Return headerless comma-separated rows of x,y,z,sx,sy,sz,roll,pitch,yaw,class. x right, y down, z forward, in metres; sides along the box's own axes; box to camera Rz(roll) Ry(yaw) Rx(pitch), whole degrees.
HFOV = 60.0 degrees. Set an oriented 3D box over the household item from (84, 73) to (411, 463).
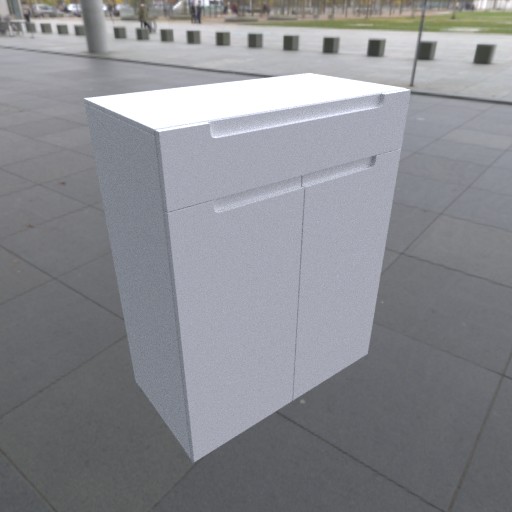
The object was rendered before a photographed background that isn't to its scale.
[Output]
0.000,0.000,1.447,0.790,1.010,0.420,-21,36,-32,household item
